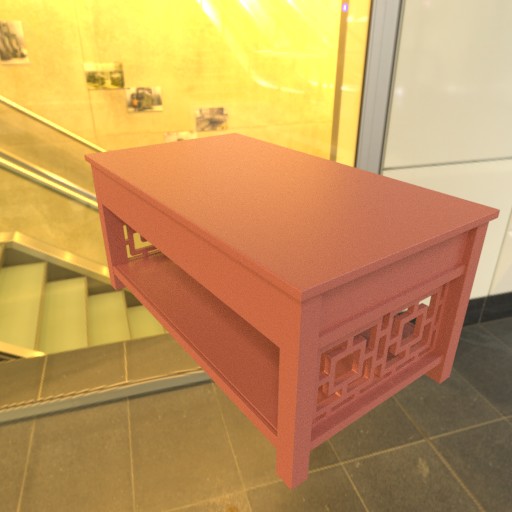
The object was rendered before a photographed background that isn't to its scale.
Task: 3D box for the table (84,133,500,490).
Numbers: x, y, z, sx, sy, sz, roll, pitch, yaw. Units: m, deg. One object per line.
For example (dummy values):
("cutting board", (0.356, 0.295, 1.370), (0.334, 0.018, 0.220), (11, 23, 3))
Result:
("table", (0.000, 0.000, 1.342), (0.612, 0.493, 1.068), (-18, 32, -32))
